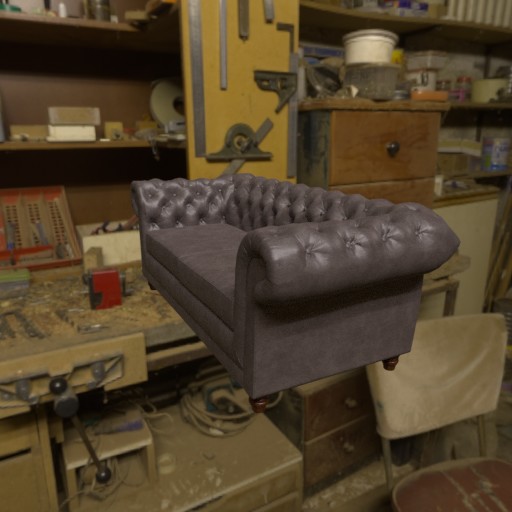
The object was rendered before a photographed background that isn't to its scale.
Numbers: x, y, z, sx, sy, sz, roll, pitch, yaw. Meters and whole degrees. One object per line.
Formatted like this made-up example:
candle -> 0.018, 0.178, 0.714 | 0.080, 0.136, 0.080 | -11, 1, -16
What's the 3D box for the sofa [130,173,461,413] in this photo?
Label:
sofa -> 0.000, 0.000, 2.511 | 0.944, 0.779, 2.048 | -8, 18, -26
